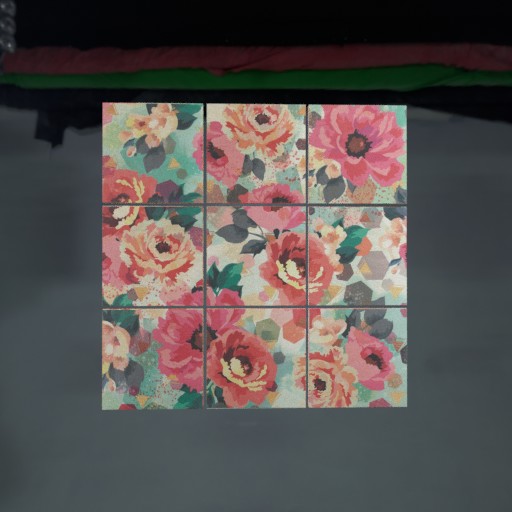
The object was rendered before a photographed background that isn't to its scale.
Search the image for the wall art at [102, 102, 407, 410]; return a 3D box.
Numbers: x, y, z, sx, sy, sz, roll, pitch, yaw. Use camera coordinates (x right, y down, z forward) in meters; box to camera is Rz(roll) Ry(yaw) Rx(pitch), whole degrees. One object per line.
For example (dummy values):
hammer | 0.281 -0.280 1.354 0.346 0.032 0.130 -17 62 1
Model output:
wall art | 0.000 0.000 1.332 0.911 0.910 0.012 0 0 -2
